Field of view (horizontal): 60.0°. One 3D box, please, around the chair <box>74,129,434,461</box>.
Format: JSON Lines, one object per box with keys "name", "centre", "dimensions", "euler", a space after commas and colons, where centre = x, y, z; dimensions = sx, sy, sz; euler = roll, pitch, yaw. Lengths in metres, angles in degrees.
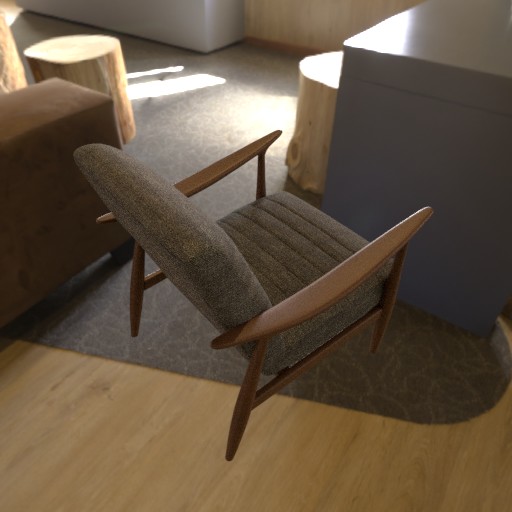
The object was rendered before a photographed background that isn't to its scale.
{"name": "chair", "centre": [0.000, 0.000, 1.429], "dimensions": [0.798, 0.832, 0.741], "euler": [-29, 49, -28]}
